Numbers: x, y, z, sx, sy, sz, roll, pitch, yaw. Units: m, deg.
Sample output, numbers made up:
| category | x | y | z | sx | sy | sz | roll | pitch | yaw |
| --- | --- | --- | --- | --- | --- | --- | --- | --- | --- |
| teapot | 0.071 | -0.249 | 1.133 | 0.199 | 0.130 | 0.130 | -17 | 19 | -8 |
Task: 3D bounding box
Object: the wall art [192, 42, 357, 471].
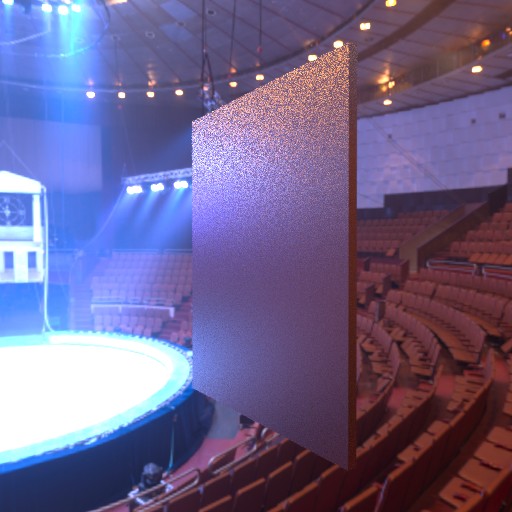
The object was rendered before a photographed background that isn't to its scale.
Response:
| category | x | y | z | sx | sy | sz | roll | pitch | yaw |
| --- | --- | --- | --- | --- | --- | --- | --- | --- | --- |
| wall art | 0.000 | 0.000 | 1.421 | 0.030 | 1.046 | 0.816 | 0 | 1 | -36 |
